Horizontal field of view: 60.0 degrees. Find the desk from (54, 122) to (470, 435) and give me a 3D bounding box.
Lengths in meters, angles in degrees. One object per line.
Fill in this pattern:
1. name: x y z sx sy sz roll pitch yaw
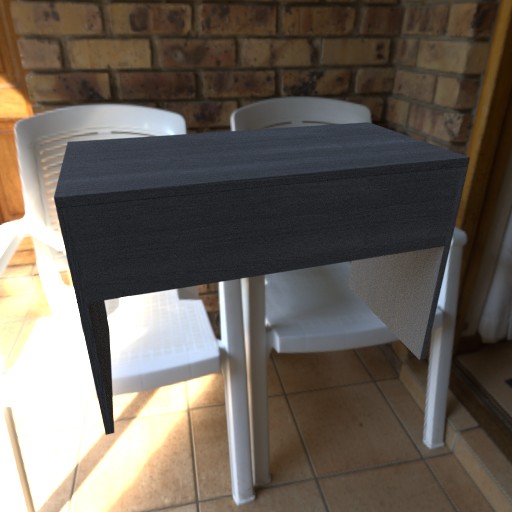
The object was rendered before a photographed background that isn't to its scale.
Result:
1. desk: 0.000 0.000 1.511 1.099 0.729 0.557 -8 28 -16
